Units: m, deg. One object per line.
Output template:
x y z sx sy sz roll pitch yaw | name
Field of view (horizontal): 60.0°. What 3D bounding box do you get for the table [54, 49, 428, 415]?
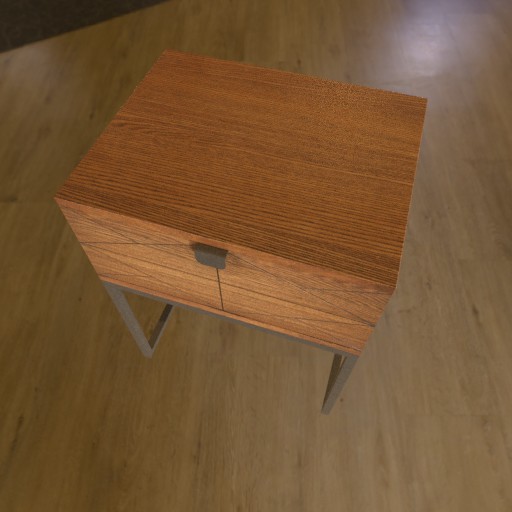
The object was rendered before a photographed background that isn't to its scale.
0.000 0.000 0.937 0.482 0.610 0.400 15 58 10 | table
